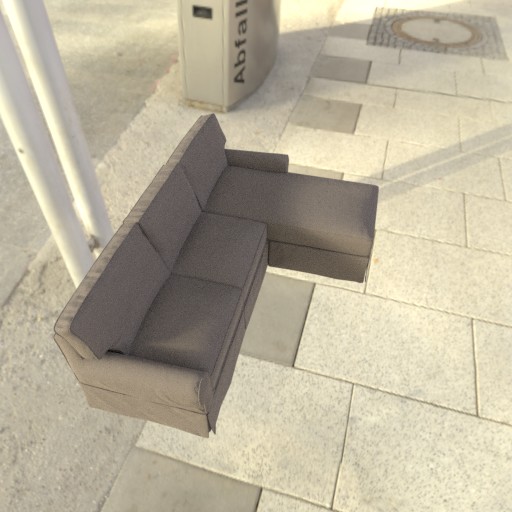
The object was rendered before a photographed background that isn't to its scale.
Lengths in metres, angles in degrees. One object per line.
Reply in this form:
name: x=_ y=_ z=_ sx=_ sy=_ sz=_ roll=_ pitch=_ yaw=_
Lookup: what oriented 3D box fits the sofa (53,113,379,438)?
sofa: x=0.000 y=0.000 z=3.319 sx=1.733 sy=0.978 sz=2.475 roll=10 pitch=46 yaw=10
